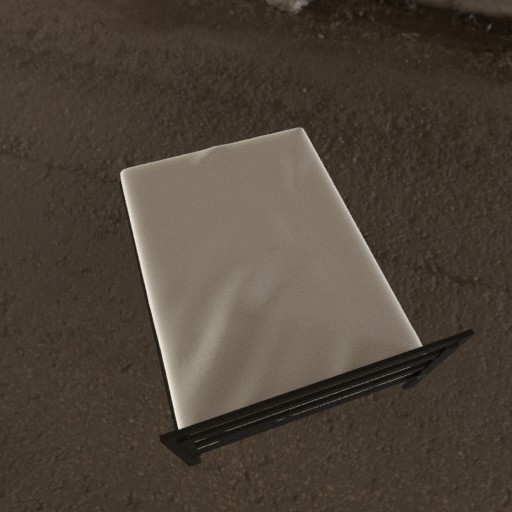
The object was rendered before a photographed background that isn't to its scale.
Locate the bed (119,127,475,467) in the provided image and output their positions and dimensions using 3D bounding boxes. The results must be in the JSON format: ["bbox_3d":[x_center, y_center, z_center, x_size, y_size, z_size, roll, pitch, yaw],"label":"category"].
[{"bbox_3d":[0.000,0.000,2.901,1.524,0.967,2.062,-16,60,-9],"label":"bed"}]
